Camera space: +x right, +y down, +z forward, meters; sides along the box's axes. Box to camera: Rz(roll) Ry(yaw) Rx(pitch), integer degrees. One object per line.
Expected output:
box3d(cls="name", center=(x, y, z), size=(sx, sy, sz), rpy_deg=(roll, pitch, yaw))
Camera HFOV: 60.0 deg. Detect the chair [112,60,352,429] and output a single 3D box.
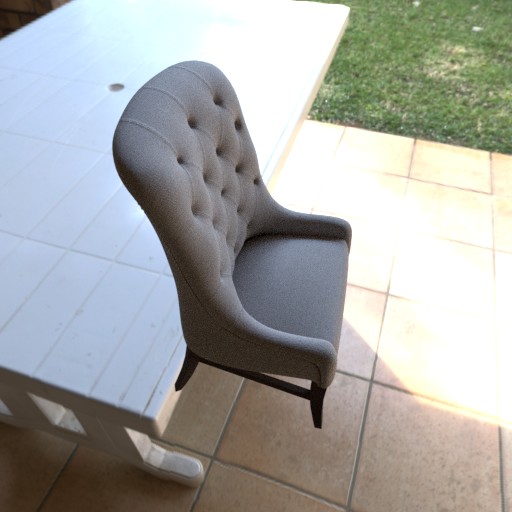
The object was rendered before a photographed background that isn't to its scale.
box3d(cls="chair", center=(0.000, 0.000, 1.458), size=(0.629, 1.091, 0.634), rpy_deg=(9, 47, 9))
